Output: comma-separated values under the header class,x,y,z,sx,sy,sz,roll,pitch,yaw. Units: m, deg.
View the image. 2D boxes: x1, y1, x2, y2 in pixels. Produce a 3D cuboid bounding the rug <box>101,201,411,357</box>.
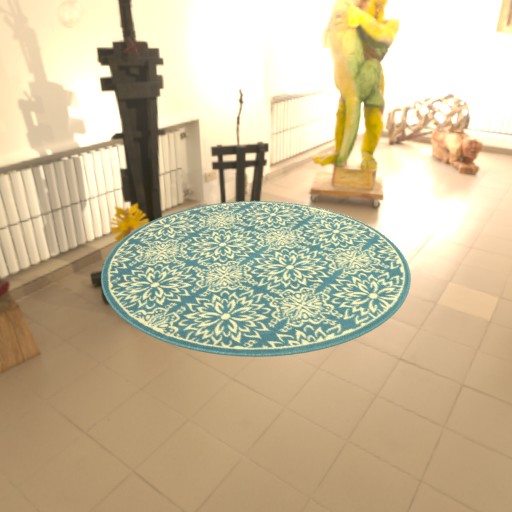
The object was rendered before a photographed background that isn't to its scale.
class,x,y,z,sx,sy,sz,roll,pitch,yaw
rug,0.000,0.000,2.384,1.593,0.012,1.593,0,29,0
